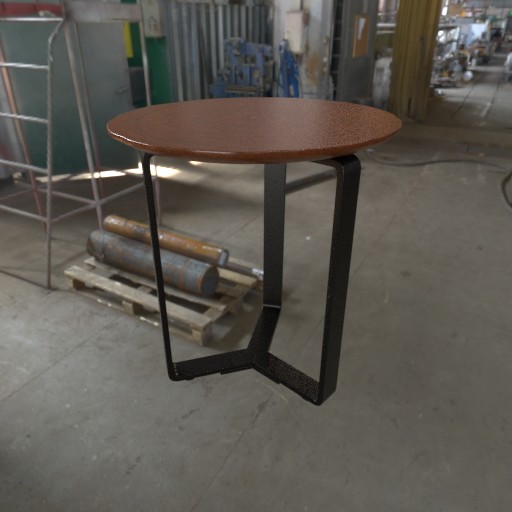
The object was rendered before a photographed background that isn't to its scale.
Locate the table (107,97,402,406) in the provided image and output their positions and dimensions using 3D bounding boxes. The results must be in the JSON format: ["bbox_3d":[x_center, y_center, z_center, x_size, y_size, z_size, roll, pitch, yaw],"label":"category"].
[{"bbox_3d":[0.000,0.000,0.741,0.410,0.450,0.380,-8,29,-15],"label":"table"}]
